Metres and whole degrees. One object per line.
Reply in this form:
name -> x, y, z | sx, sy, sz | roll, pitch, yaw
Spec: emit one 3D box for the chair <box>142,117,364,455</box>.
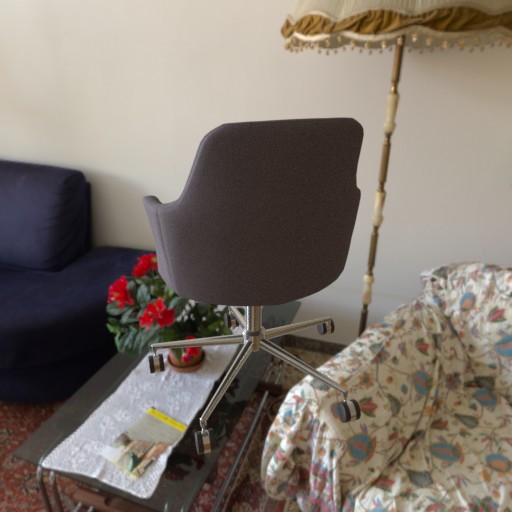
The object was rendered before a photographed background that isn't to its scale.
chair -> 0.000, 0.000, 1.260 | 0.655, 0.820, 0.600 | -8, 26, -16
